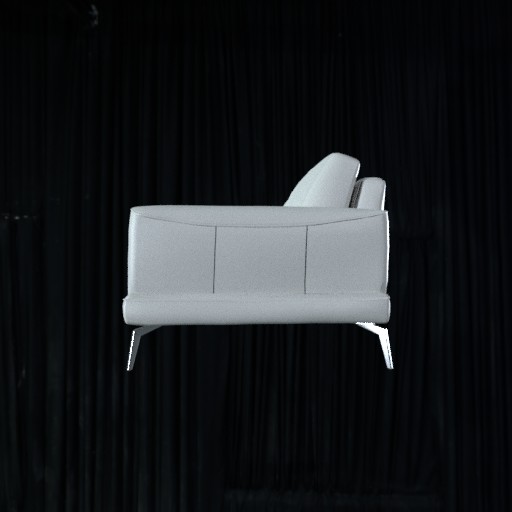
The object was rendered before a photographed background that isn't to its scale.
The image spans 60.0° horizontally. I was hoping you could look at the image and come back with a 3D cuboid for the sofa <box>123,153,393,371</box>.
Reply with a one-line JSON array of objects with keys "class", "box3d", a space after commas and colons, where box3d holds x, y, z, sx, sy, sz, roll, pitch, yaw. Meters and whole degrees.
[{"class": "sofa", "box3d": [0.000, 0.000, 2.797, 1.121, 0.930, 2.177, 0, 0, -1]}]
